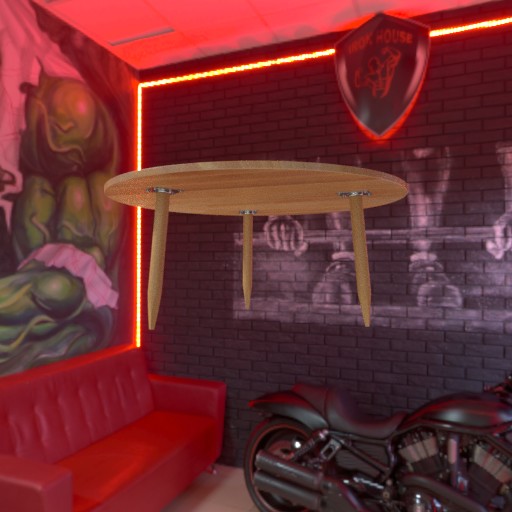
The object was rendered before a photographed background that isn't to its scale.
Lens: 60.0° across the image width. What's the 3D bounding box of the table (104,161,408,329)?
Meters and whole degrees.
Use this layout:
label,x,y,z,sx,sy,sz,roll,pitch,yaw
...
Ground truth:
label,x,y,z,sx,sy,sz,roll,pitch,yaw
table,0.000,0.000,1.385,0.900,0.400,0.900,0,-1,0
